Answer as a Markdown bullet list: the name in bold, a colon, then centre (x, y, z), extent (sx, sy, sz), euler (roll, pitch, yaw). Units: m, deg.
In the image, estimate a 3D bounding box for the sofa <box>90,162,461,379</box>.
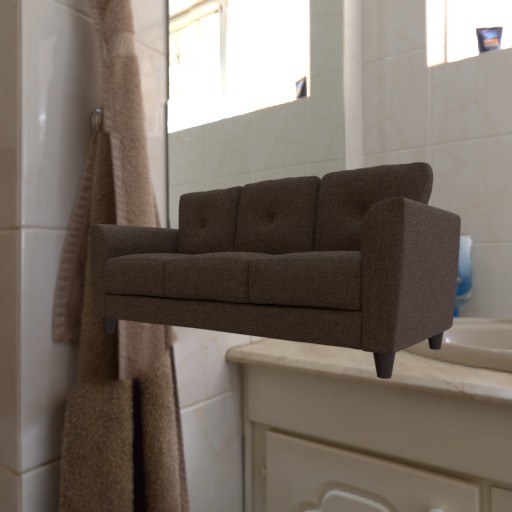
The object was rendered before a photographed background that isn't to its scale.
- **sofa**: centre (0.000, 0.000, 2.346), extent (1.847, 0.891, 0.837), euler (-1, -1, 37)
